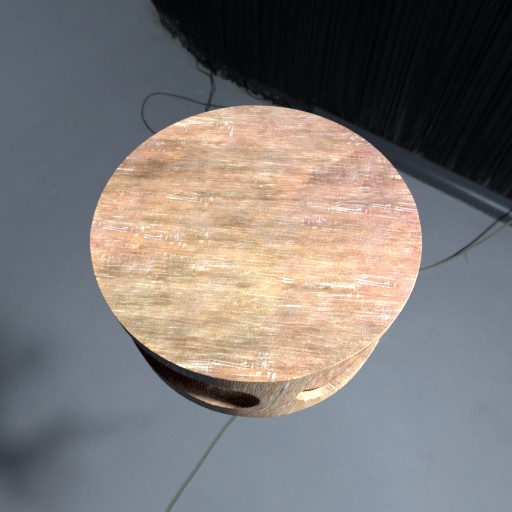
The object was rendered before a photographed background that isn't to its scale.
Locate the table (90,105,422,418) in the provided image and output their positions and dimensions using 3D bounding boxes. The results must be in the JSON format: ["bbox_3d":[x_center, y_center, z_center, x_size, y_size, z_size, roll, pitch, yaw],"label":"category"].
[{"bbox_3d":[0.000,0.000,1.518,0.974,0.450,0.974,0,60,0],"label":"table"}]
